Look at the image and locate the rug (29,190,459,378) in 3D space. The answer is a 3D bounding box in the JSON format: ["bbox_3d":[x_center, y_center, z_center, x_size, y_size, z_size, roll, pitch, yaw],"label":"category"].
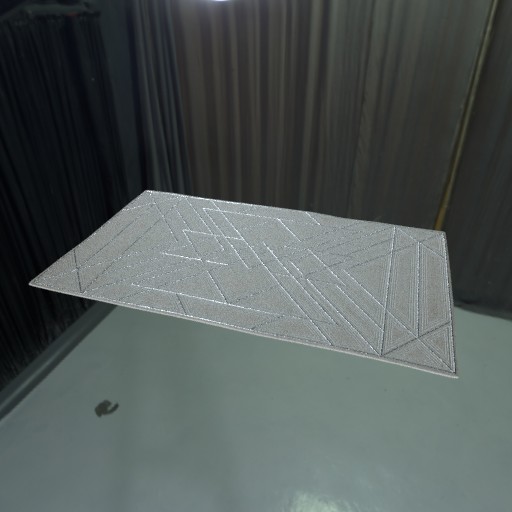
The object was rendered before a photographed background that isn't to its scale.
[{"bbox_3d":[0.000,0.000,1.047,0.869,0.008,0.511,10,34,15],"label":"rug"}]
